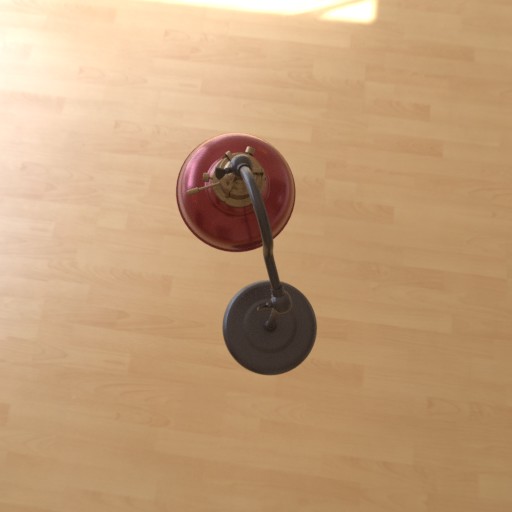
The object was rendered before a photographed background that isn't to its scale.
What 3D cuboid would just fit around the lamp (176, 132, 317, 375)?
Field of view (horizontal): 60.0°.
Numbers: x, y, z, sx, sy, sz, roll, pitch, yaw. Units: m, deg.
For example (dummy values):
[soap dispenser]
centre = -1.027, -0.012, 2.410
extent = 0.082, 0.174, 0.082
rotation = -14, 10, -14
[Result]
[lamp]
centre = 0.000, 0.000, 0.675
extent = 0.192, 0.508, 0.374
rotation = -17, 77, -4
